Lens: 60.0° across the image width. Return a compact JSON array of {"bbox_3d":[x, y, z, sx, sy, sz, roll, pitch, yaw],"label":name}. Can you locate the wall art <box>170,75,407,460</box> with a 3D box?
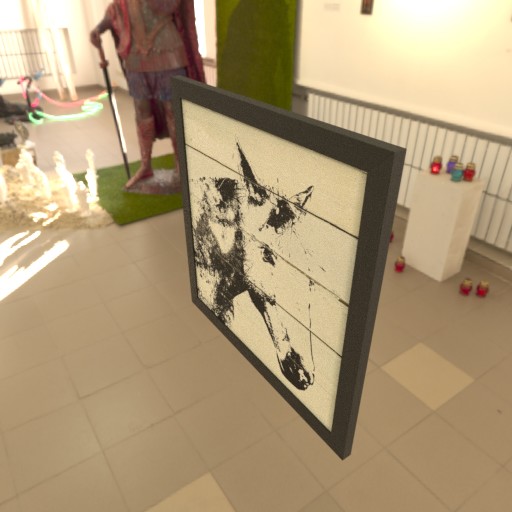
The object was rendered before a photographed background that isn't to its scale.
[{"bbox_3d":[0.000,0.000,1.515,0.038,1.016,1.016,-20,37,-29],"label":"wall art"}]
